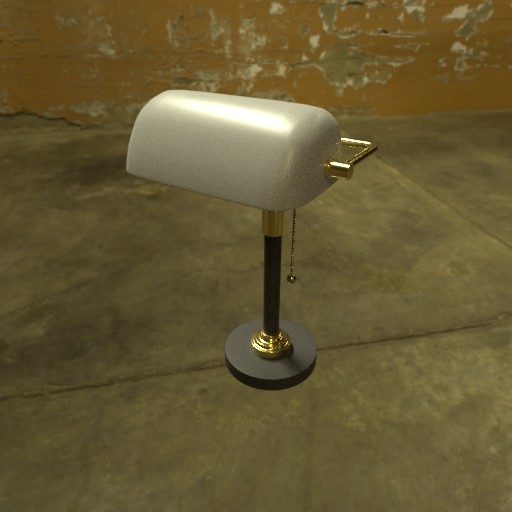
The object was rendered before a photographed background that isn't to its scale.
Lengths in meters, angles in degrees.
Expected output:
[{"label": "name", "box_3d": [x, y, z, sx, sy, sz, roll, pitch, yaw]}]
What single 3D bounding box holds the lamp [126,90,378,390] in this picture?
[{"label": "lamp", "box_3d": [0.000, 0.000, 0.571, 0.269, 0.404, 0.227, 18, 34, 29]}]
